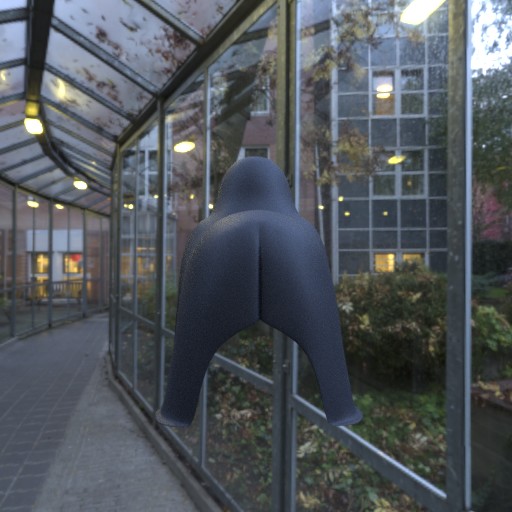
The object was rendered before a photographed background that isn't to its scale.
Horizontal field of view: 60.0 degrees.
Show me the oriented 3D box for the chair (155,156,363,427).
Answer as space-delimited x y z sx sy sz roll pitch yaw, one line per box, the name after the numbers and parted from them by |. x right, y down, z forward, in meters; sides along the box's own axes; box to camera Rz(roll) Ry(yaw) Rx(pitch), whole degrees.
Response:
0.000 0.000 1.135 0.490 0.600 0.758 0 -1 -1 | chair
